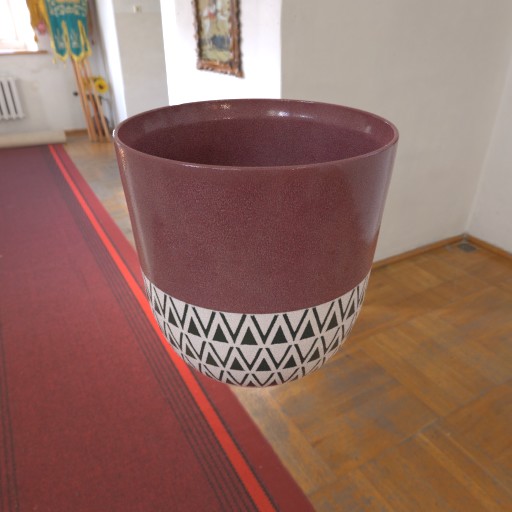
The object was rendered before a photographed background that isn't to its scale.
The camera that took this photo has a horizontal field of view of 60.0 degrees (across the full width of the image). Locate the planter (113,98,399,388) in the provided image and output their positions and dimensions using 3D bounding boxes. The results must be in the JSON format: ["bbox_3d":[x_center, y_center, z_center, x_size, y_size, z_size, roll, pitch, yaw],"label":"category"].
[{"bbox_3d":[0.000,0.000,0.365,0.195,0.214,0.195,0,30,0],"label":"planter"}]
